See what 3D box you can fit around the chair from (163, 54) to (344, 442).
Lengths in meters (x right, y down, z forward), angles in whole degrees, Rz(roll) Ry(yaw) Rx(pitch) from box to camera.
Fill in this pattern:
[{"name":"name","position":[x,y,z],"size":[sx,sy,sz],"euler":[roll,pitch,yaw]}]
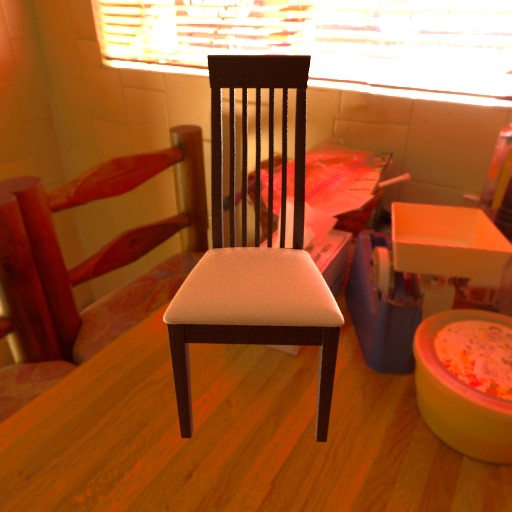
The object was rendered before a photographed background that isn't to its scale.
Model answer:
[{"name":"chair","position":[0.000,0.000,1.288],"size":[0.460,1.027,0.474],"euler":[1,30,2]}]
